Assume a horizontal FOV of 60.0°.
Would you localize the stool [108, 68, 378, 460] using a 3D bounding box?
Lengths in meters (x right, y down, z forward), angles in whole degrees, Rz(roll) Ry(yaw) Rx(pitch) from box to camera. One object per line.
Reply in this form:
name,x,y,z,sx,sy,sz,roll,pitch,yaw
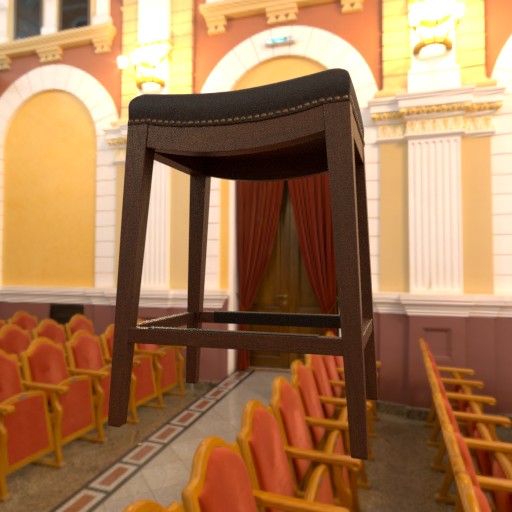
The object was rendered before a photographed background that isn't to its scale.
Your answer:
stool,0.000,0.000,0.957,0.490,0.664,0.353,0,-1,18
